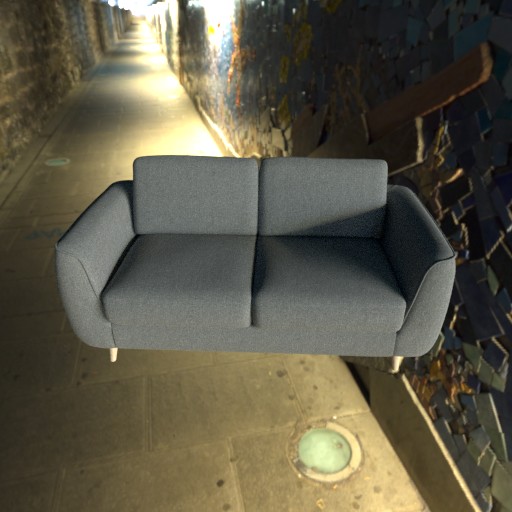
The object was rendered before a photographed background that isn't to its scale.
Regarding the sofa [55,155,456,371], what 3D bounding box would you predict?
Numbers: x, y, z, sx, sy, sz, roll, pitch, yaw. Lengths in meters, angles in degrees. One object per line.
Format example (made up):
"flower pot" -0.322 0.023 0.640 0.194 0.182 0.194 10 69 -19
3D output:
"sofa" 0.000 0.000 2.244 1.700 0.870 0.920 1 29 2
